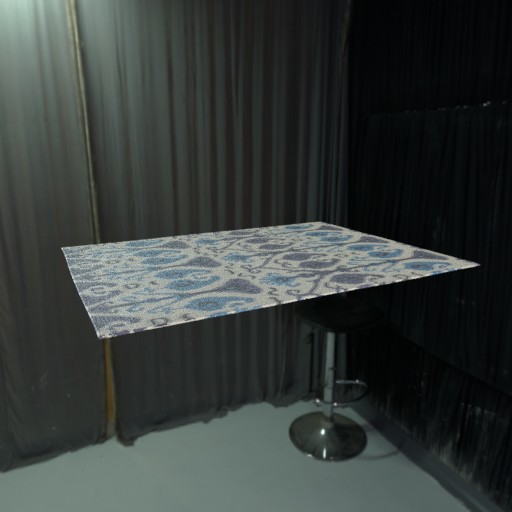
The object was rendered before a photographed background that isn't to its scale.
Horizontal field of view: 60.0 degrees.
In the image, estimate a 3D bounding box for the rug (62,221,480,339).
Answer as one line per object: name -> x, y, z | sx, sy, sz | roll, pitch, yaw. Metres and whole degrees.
rug -> 0.000, 0.000, 2.939 | 2.261, 0.013, 1.676 | -8, 16, -27
